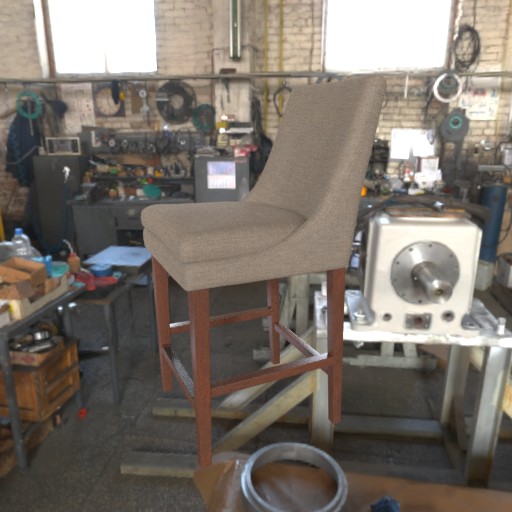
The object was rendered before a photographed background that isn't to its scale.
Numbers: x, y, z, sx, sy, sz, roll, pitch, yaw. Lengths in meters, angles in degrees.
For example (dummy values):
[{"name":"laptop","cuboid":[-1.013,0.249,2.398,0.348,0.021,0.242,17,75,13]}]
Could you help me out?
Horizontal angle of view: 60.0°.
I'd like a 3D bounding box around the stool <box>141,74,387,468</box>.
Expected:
[{"name":"stool","cuboid":[0.000,0.000,1.302,0.577,0.981,0.470,-7,18,-24]}]
